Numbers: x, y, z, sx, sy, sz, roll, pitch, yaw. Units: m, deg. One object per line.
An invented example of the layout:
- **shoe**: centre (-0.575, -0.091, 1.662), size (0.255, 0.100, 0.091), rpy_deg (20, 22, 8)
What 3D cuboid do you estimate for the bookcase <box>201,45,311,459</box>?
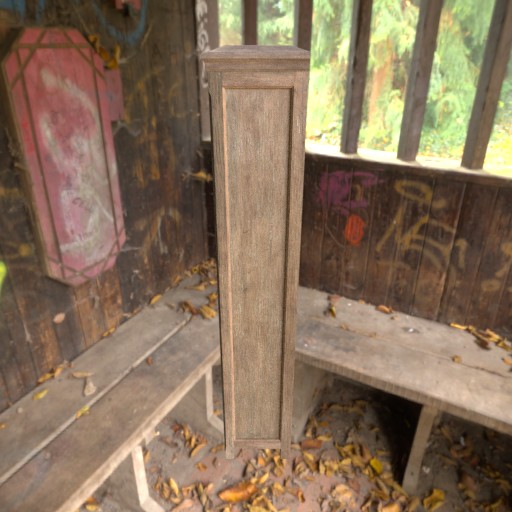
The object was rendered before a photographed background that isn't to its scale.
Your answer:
- **bookcase**: centre (0.000, 0.000, 2.210), size (0.348, 1.880, 0.906), rpy_deg (0, 27, 0)
